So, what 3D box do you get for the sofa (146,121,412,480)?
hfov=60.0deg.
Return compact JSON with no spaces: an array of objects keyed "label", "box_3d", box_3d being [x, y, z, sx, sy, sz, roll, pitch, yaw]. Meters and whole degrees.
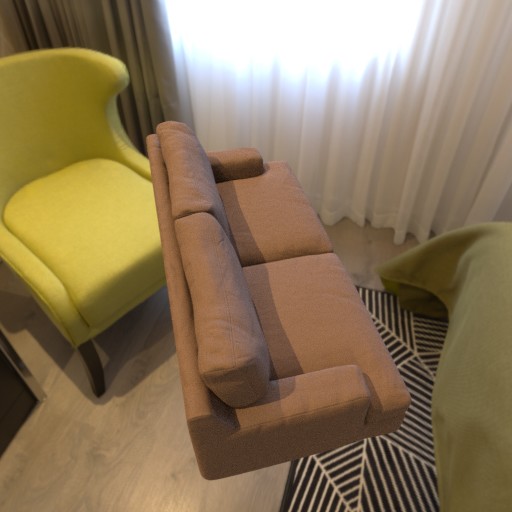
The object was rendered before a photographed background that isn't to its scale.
[{"label":"sofa","box_3d":[0.000,0.000,2.832,1.140,0.950,2.274,-10,46,-10]}]
